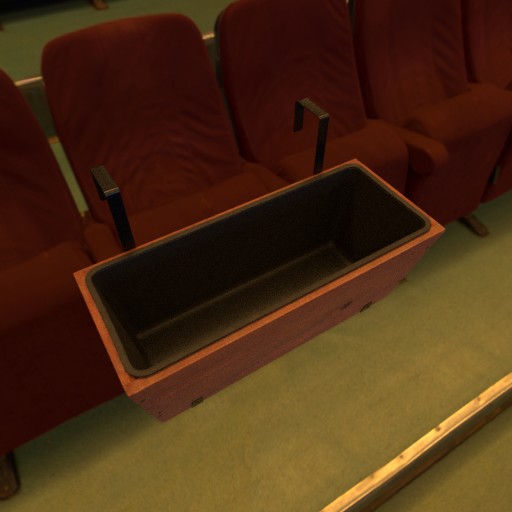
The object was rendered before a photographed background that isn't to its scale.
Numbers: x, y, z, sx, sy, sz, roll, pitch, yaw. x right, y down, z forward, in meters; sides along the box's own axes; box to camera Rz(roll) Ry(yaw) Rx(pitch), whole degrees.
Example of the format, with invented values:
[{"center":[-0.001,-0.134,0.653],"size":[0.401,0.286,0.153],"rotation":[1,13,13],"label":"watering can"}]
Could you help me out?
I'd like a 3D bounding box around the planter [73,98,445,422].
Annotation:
[{"center":[0.000,0.000,0.657],"size":[0.480,0.289,0.262],"rotation":[-25,53,-20],"label":"planter"}]
